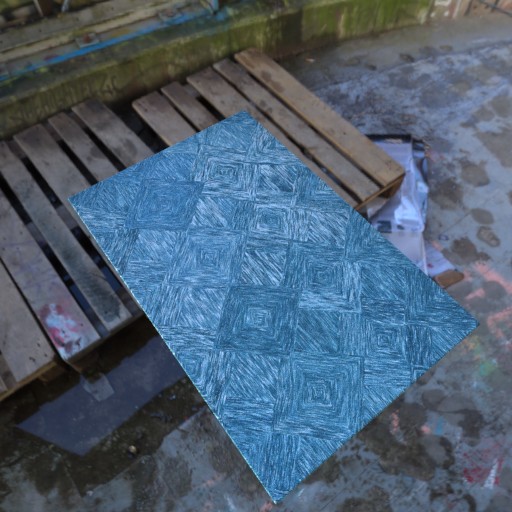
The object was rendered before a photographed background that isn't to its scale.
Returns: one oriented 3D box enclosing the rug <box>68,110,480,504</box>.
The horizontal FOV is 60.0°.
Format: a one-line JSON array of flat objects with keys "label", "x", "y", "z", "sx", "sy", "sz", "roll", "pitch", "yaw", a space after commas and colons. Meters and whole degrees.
[{"label": "rug", "x": 0.000, "y": 0.000, "z": 2.771, "sx": 1.490, "sy": 0.015, "sz": 2.277, "roll": -33, "pitch": 63, "yaw": -19}]
